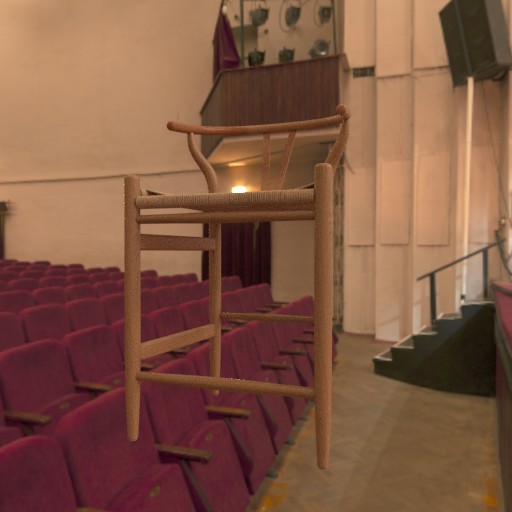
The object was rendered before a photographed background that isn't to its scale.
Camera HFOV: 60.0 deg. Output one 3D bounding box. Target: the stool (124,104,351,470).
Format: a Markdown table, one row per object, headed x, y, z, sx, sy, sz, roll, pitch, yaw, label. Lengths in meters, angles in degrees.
| x | y | z | sx | sy | sz | roll | pitch | yaw | label |
| --- | --- | --- | --- | --- | --- | --- | --- | --- | --- |
| 0.000 | 0.000 | 1.296 | 0.536 | 0.923 | 0.575 | 0 | 1 | 18 | stool |
